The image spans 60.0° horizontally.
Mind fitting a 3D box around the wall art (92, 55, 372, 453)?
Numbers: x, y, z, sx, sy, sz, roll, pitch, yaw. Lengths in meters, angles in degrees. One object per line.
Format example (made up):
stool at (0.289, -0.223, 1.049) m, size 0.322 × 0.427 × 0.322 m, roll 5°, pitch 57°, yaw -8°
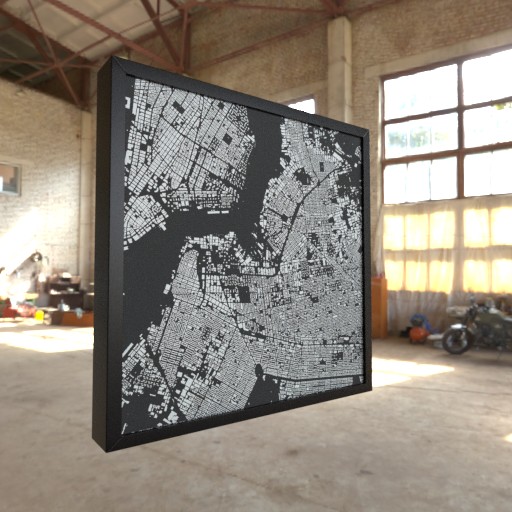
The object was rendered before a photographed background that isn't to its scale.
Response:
wall art at (0.000, 0.000, 0.435) m, size 0.299 × 0.299 × 0.037 m, roll 2°, pitch -3°, yaw -36°
